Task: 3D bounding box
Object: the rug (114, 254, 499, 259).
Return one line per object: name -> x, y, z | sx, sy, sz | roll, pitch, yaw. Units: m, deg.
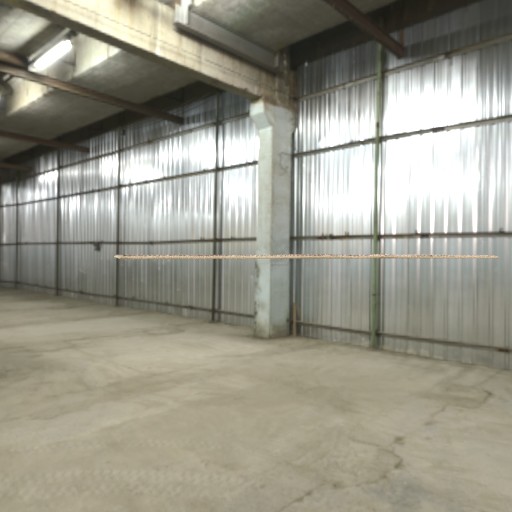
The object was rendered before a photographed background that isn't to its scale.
rug -> 0.000, 0.000, 4.022 | 2.429, 0.030, 3.052 | 0, 0, -18
